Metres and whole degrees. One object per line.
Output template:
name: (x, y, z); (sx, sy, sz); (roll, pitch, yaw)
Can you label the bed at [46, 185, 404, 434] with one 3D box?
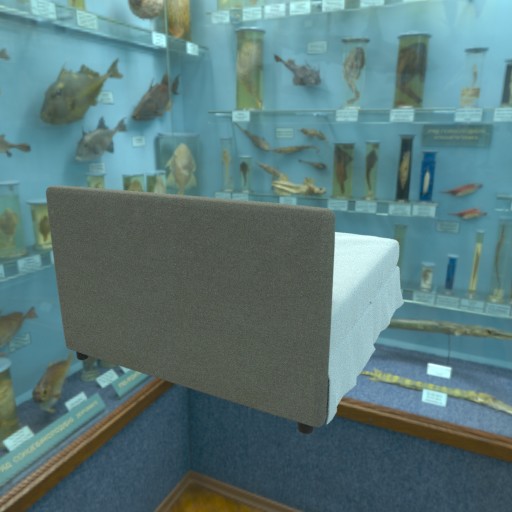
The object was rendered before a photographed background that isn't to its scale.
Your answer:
bed: (0.000, 0.000, 3.718); (2.119, 1.317, 2.341); (8, 18, 26)
